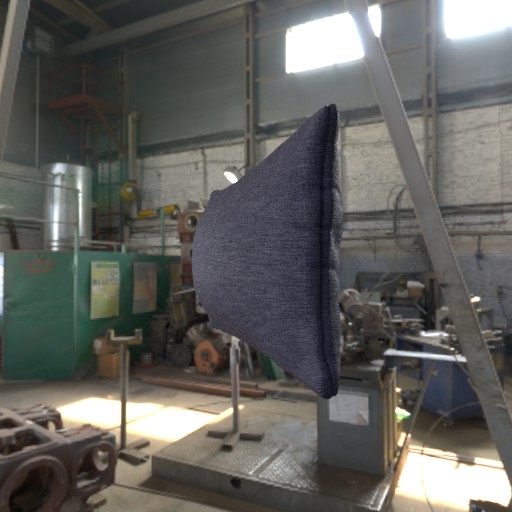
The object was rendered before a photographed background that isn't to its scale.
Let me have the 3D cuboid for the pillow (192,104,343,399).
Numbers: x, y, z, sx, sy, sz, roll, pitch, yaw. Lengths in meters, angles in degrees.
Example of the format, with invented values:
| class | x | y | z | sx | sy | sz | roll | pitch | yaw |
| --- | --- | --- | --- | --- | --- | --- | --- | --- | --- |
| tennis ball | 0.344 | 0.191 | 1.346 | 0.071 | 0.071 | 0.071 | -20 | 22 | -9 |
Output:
| class | x | y | z | sx | sy | sz | roll | pitch | yaw |
| --- | --- | --- | --- | --- | --- | --- | --- | --- | --- |
| pillow | 0.000 | 0.000 | 0.802 | 0.210 | 0.338 | 0.633 | 0 | -1 | -18 |
